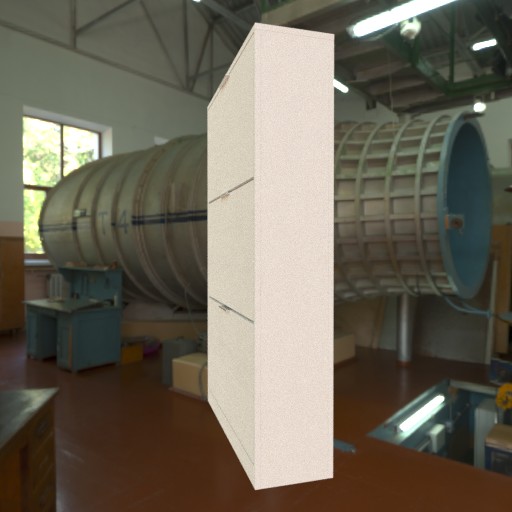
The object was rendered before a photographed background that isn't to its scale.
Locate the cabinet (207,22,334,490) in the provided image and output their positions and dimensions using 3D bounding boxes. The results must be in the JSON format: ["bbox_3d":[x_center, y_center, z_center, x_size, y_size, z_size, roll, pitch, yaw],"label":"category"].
[{"bbox_3d":[0.000,0.000,1.604,0.250,1.280,0.750,0,1,-16],"label":"cabinet"}]
